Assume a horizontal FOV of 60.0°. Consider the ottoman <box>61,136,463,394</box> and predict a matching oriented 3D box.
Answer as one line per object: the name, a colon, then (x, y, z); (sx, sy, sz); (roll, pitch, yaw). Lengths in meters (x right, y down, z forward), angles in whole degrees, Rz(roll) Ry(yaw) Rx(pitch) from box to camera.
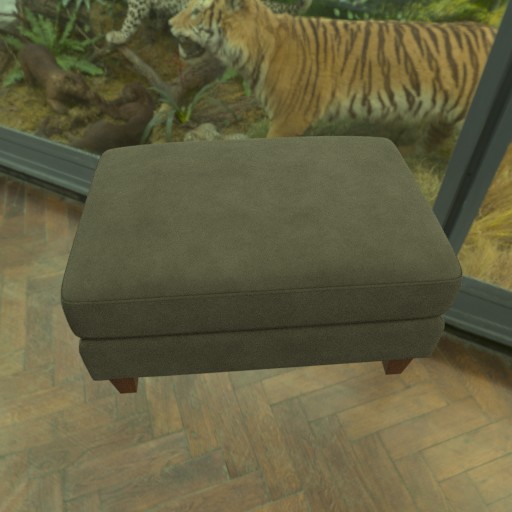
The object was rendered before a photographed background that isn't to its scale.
ottoman: (0.000, 0.000, 1.217); (0.864, 0.483, 0.584); (-3, 46, -3)
